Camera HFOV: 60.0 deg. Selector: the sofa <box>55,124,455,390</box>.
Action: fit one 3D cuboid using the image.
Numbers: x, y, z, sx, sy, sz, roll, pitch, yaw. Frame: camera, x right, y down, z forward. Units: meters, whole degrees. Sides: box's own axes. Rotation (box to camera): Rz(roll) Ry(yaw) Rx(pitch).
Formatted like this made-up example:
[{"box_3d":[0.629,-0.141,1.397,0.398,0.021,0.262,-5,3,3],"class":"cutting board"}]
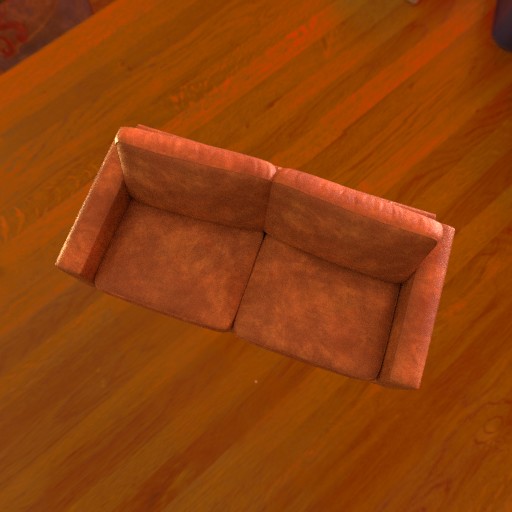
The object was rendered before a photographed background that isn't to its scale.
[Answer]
[{"box_3d":[0.000,0.000,2.721,2.179,0.873,1.016,18,75,5],"class":"sofa"}]
